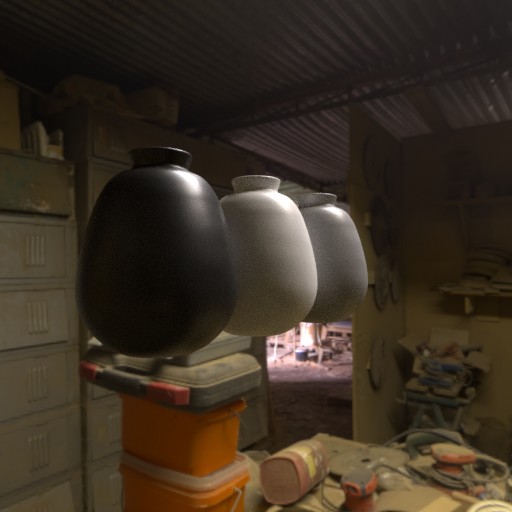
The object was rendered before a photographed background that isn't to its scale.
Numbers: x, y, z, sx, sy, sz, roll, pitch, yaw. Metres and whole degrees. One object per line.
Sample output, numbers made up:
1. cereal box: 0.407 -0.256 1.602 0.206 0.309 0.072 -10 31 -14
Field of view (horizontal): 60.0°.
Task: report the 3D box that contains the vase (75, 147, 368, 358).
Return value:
1. vase: 0.000 0.000 0.355 0.097 0.122 0.297 -1 -2 37
